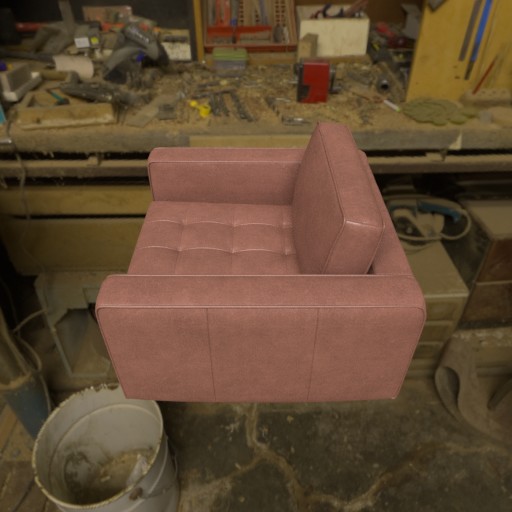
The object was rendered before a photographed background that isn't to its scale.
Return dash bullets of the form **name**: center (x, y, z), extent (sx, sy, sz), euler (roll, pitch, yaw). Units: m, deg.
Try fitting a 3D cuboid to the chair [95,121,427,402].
- **chair**: center (0.000, 0.000, 1.585), extent (0.900, 0.770, 0.920), euler (0, 41, 0)
